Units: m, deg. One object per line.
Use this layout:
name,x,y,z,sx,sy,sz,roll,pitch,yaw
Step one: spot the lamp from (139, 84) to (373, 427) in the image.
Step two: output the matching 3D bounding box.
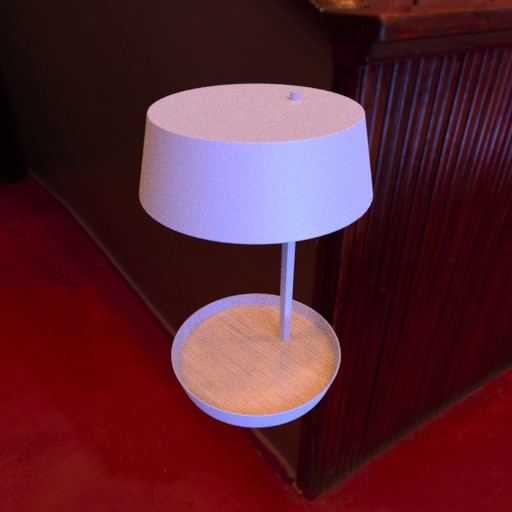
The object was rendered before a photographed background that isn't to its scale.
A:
lamp,0.000,0.000,0.624,0.291,0.429,0.291,0,33,0
